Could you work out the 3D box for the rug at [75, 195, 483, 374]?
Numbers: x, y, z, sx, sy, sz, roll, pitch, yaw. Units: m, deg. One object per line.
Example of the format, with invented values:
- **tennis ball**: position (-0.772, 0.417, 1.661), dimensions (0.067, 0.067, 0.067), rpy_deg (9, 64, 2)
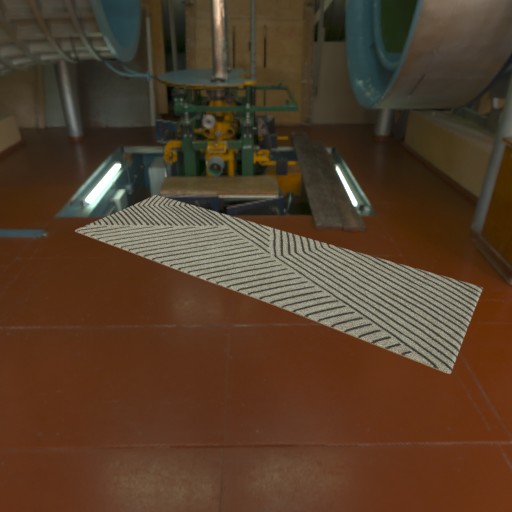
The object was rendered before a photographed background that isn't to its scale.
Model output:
- **rug**: position (0.000, 0.000, 2.702), dimensions (2.439, 0.020, 0.773), rpy_deg (18, 34, 28)
